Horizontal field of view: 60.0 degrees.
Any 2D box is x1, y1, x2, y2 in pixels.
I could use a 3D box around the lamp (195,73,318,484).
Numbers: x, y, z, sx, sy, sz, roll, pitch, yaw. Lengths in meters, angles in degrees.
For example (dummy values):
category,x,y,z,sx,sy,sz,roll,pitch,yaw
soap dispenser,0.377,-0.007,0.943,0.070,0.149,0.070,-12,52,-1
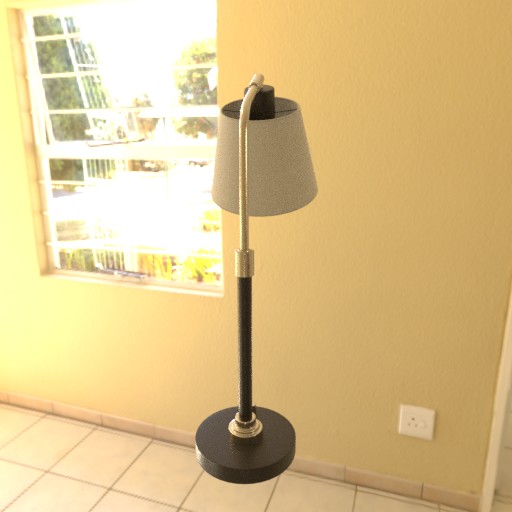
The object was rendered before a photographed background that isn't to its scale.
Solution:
category,x,y,z,sx,sy,sz,roll,pitch,yaw
lamp,0.000,0.000,0.690,0.181,0.539,0.348,2,14,9
